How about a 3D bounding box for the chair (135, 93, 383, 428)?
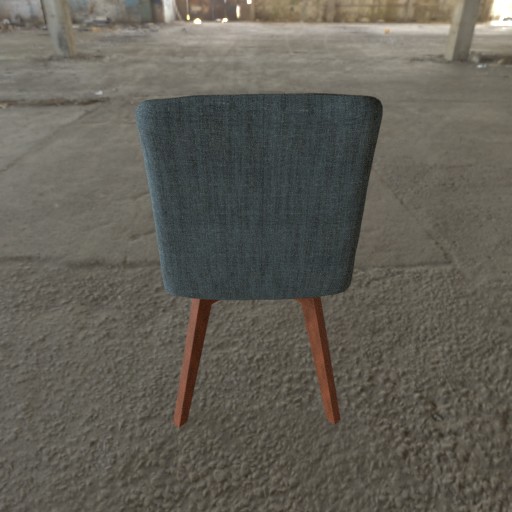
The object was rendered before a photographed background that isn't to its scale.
[{"bbox_3d":[0.000,0.000,1.274,0.522,0.974,0.563,-1,30,-1],"label":"chair"}]
